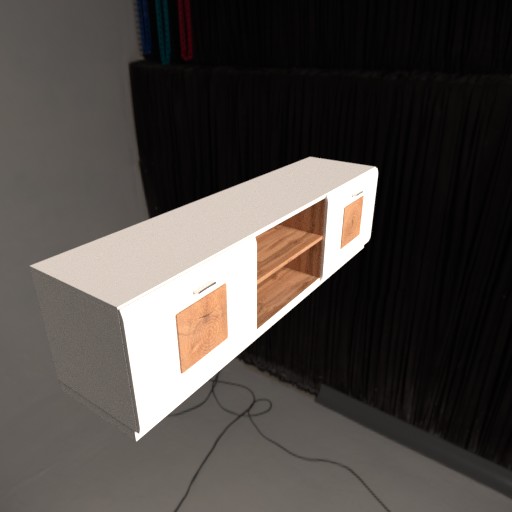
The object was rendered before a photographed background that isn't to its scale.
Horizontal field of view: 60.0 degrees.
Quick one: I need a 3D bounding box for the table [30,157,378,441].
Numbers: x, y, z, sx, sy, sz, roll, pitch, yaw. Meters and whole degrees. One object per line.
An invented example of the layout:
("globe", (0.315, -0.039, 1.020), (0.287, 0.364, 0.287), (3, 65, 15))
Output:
("table", (0.000, 0.000, 1.756), (0.400, 0.440, 1.550), (17, 31, 31))
